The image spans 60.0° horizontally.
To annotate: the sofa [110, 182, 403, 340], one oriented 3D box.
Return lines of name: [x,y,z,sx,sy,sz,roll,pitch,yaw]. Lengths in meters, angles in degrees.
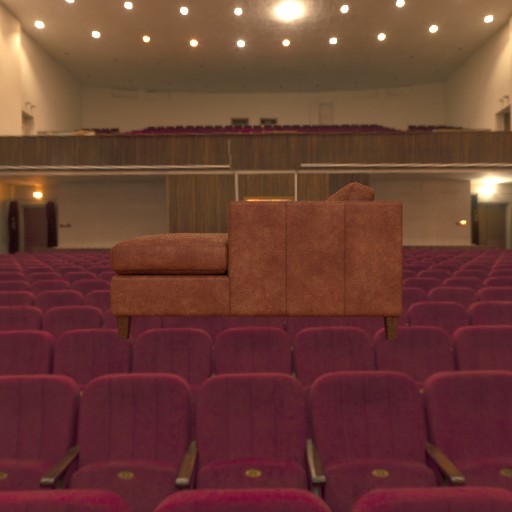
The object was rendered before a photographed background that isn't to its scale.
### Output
sofa: [0.000,0.000,3.947,1.581,0.883,3.203,0,0,0]
